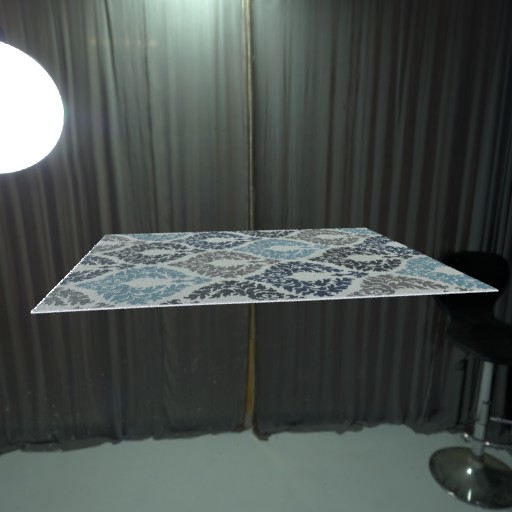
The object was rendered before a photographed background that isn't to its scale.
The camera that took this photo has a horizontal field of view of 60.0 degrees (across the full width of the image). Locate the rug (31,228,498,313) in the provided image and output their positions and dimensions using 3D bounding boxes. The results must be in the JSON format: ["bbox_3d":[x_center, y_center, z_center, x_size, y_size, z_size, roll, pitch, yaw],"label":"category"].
[{"bbox_3d":[0.000,0.000,3.993,3.040,0.014,2.423,-2,14,-8],"label":"rug"}]
